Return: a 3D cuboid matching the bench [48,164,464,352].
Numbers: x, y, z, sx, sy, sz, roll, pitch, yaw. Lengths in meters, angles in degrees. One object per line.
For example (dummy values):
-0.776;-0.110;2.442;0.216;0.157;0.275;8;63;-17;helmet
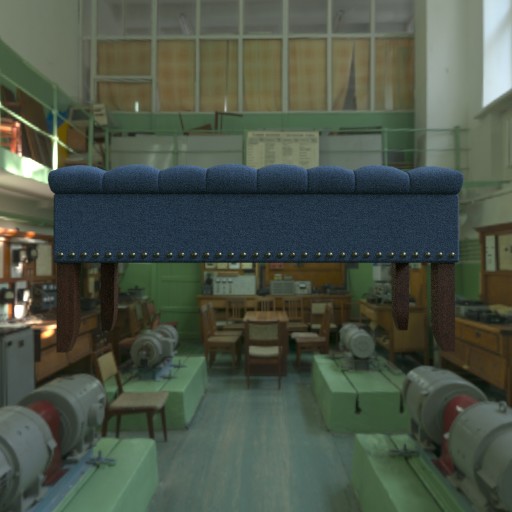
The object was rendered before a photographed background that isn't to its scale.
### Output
0.000;0.000;1.314;1.052;0.492;0.417;0;-1;-1;bench
